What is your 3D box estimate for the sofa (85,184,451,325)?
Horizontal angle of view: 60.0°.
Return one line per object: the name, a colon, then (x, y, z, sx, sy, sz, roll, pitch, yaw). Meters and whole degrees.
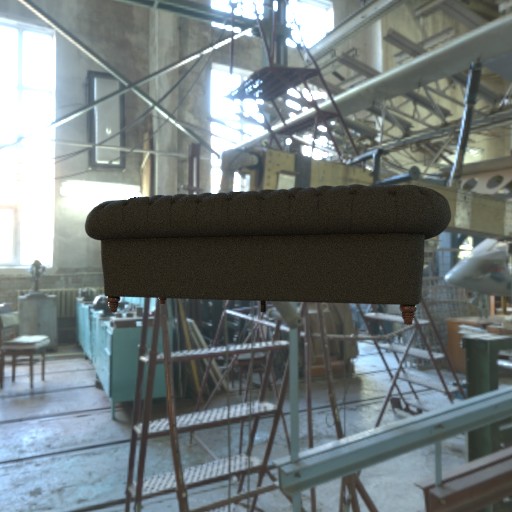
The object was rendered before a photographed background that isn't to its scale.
sofa: (0.000, 0.000, 2.892, 2.362, 0.762, 0.991, 0, -1, 19)
